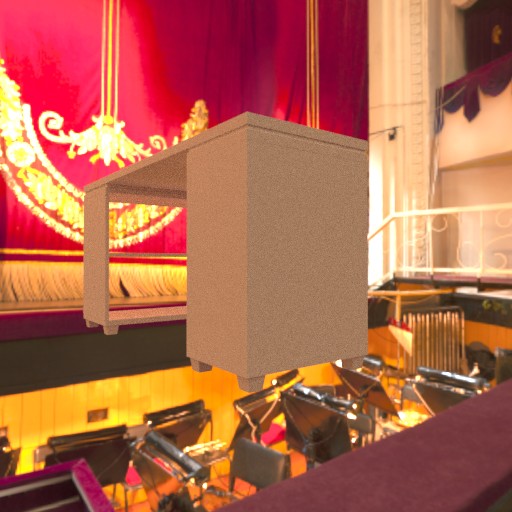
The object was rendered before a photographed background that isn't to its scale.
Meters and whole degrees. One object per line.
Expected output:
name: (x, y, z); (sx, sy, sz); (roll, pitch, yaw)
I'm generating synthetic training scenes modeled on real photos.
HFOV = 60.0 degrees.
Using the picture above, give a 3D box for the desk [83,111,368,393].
desk: (0.000, 0.000, 2.155); (1.199, 0.759, 1.524); (0, -1, -37)
